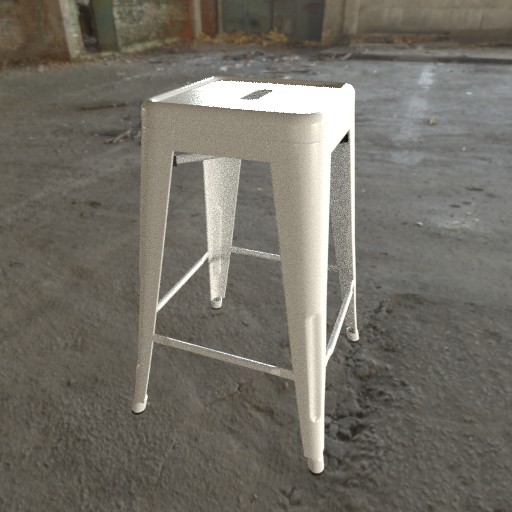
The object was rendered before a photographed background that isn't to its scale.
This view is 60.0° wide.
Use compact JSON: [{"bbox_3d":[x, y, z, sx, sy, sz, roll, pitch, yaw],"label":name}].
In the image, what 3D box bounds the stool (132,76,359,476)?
[{"bbox_3d":[0.000,0.000,0.861,0.406,0.610,0.406,11,32,18],"label":"stool"}]
